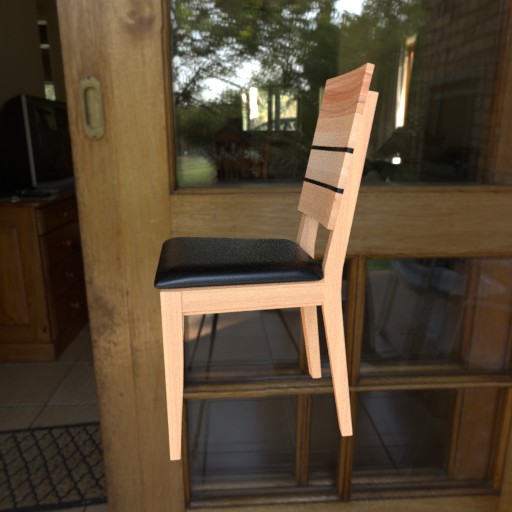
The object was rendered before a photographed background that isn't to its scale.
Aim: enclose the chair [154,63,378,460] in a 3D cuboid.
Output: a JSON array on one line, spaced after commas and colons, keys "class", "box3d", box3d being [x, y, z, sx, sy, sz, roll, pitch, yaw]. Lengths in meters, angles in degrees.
[{"class": "chair", "box3d": [0.000, 0.000, 1.206, 0.520, 0.940, 0.410, -2, 15, -8]}]
